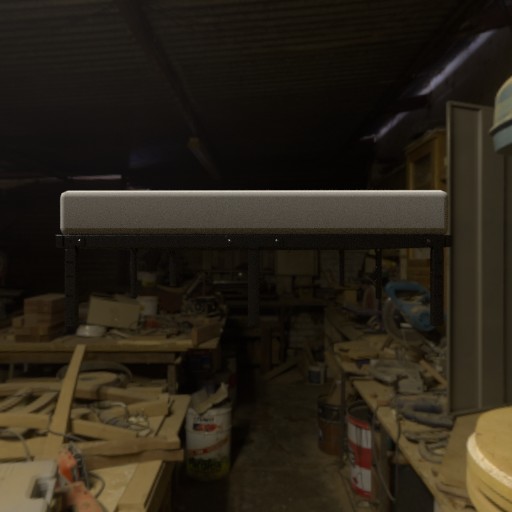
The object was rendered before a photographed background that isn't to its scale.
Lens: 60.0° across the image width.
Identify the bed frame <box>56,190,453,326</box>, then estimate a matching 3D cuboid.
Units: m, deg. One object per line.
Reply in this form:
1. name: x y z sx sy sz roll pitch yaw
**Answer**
1. bed frame: 0.000 0.000 3.518 1.990 0.680 2.635 0 0 1
